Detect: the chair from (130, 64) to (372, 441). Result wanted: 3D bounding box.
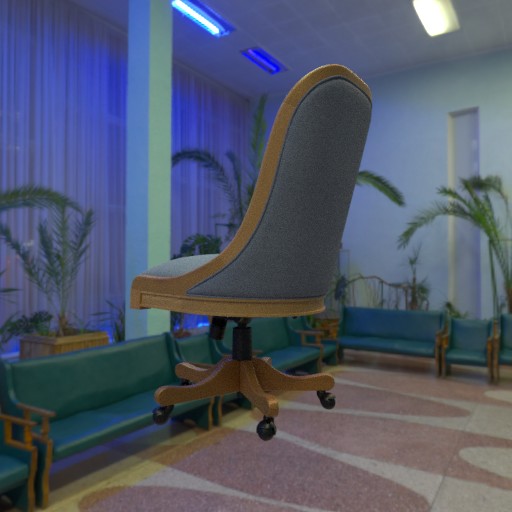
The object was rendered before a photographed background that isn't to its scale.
[{"bbox_3d":[0.000,0.000,1.483,0.735,1.031,0.605,-1,-2,36],"label":"chair"}]
